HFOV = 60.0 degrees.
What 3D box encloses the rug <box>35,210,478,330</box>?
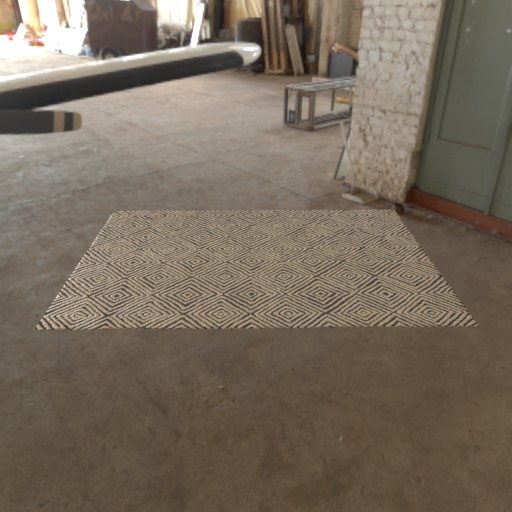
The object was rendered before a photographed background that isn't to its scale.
[{"bbox_3d":[0.000,0.000,2.257,1.750,0.004,1.177,0,29,-1],"label":"rug"}]
